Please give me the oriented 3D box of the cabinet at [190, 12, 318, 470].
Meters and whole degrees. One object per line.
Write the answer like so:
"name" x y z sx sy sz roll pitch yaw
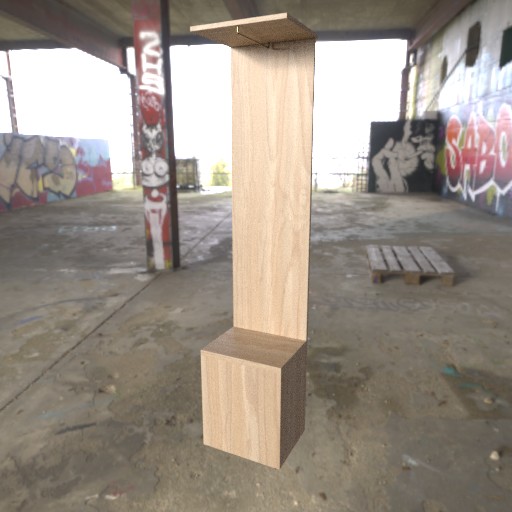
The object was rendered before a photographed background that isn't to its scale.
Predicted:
"cabinet" 0.000 0.000 2.015 0.411 1.879 0.338 7 15 26
